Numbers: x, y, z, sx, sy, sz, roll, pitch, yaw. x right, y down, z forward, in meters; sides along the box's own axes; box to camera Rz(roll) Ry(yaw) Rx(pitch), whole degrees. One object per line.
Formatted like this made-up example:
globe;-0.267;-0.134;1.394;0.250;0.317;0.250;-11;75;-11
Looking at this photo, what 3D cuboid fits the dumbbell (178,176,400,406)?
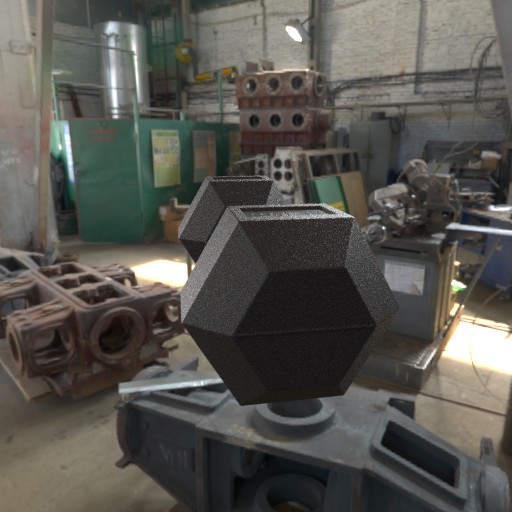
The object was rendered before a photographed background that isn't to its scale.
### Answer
dumbbell;0.000;0.000;0.416;0.142;0.123;0.337;-3;15;-10
